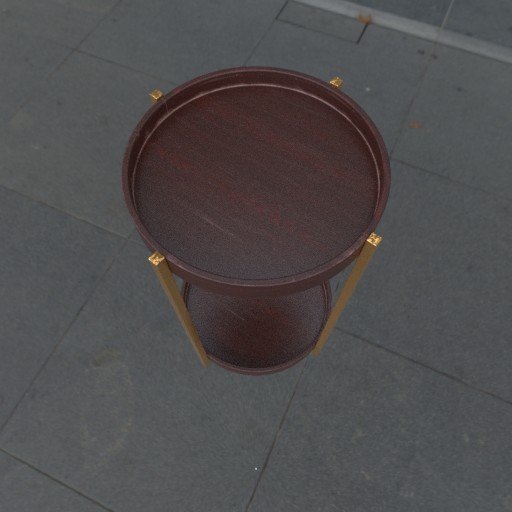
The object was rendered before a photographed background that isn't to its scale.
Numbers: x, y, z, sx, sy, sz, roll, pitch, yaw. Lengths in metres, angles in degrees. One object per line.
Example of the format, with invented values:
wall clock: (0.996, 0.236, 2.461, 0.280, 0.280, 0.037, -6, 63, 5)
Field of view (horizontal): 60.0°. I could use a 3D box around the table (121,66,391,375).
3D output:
table: (0.000, 0.000, 0.883, 0.400, 0.610, 0.400, 37, 70, 16)
